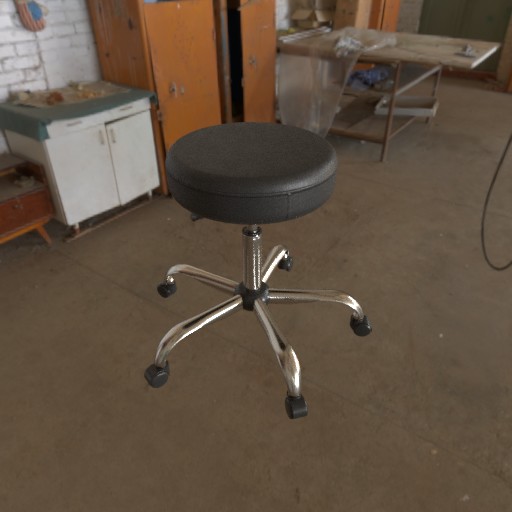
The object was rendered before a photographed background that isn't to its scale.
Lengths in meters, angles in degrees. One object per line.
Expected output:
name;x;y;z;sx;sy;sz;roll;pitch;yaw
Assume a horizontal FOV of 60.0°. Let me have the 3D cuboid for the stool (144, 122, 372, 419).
stool;0.000;0.000;1.166;0.673;0.576;0.638;-11;35;-16
